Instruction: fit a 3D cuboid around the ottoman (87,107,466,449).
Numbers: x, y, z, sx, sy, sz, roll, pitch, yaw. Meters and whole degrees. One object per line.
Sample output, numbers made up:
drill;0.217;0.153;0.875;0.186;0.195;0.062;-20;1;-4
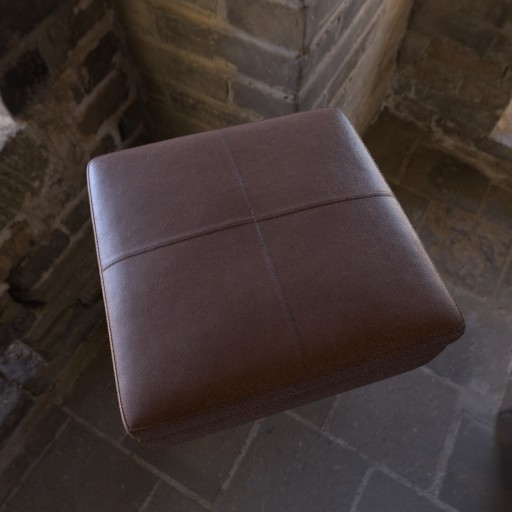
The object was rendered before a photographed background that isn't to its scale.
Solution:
ottoman;0.000;0.000;1.784;1.168;0.490;1.168;-15;61;-8
